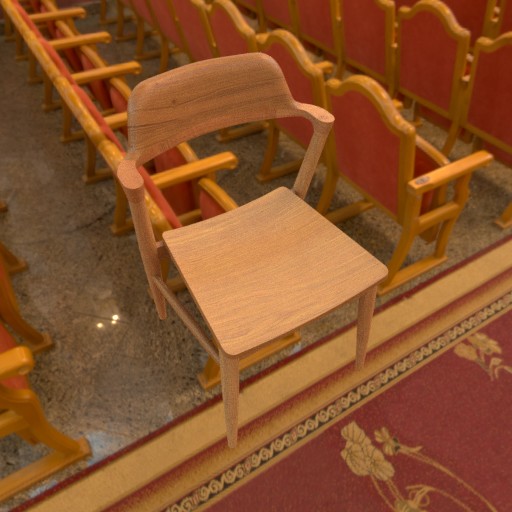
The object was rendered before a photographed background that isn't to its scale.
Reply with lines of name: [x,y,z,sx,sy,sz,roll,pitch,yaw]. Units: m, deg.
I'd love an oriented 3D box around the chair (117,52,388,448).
chair: [0.000,0.000,1.107,0.512,0.792,0.499,-24,51,-21]
